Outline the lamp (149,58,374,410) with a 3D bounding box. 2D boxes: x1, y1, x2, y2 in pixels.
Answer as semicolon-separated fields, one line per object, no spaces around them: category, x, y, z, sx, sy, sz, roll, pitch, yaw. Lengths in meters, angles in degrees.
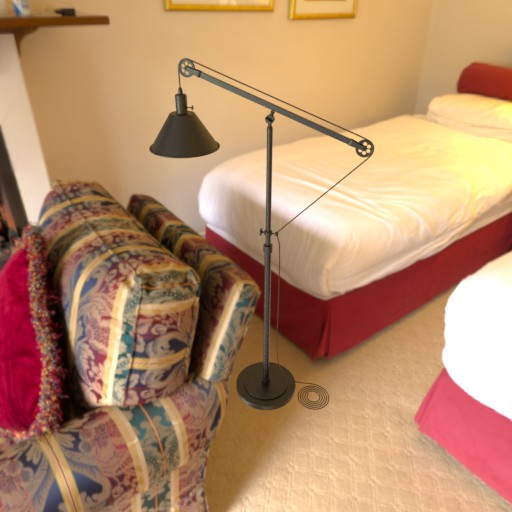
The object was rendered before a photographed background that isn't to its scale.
lamp;0.000;0.000;2.003;0.904;1.626;0.319;9;32;14
